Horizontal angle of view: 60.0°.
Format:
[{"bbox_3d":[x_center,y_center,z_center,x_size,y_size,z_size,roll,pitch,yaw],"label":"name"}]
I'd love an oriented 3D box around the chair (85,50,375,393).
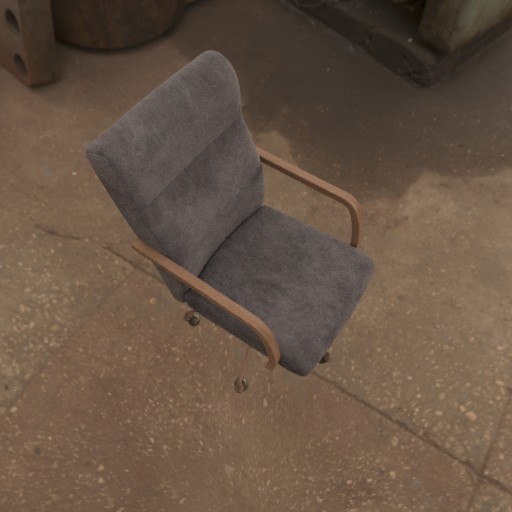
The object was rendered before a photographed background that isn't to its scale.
[{"bbox_3d":[0.000,0.000,1.493,0.741,1.029,0.640,31,64,17],"label":"chair"}]
